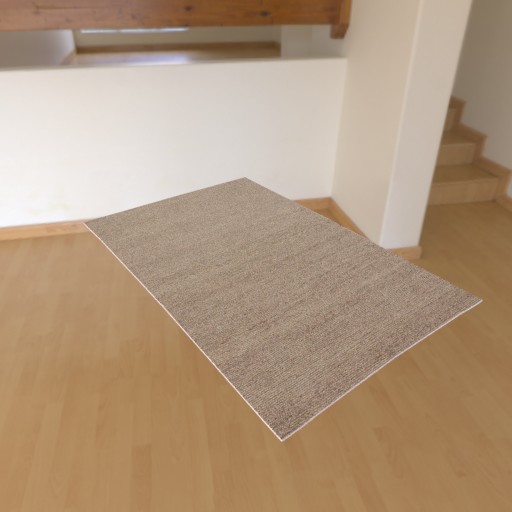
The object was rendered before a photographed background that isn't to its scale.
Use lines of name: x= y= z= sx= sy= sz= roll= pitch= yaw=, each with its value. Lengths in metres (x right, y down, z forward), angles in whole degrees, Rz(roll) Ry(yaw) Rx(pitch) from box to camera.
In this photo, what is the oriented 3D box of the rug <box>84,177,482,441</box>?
rug: x=0.000 y=0.000 z=2.246 sx=1.154 sy=0.021 sz=1.792 roll=-22 pitch=38 yaw=-31
